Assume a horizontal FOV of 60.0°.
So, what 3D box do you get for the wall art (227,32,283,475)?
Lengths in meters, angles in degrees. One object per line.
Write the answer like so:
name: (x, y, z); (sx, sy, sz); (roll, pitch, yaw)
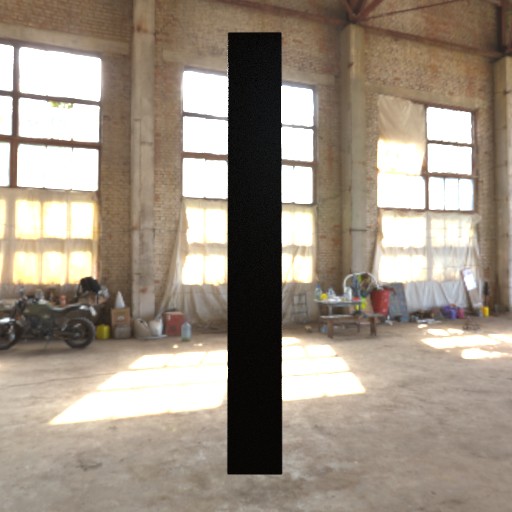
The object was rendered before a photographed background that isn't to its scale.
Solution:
wall art: (0.000, 0.000, 0.449); (0.037, 0.299, 0.299); (0, -1, 0)
